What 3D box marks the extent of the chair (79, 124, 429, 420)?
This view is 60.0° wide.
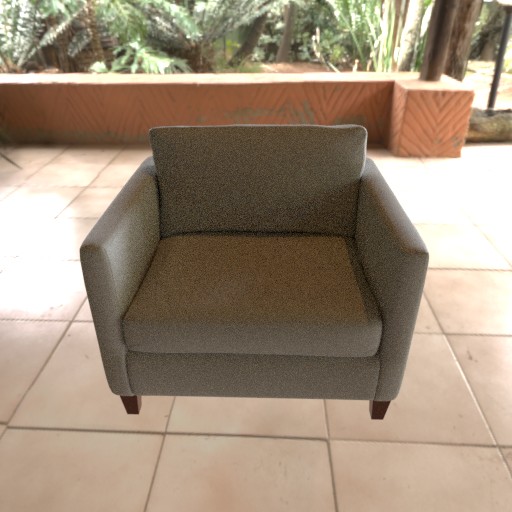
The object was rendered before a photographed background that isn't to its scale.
[{"bbox_3d":[0.000,0.000,1.854,1.107,0.961,0.953,1,30,1],"label":"chair"}]
